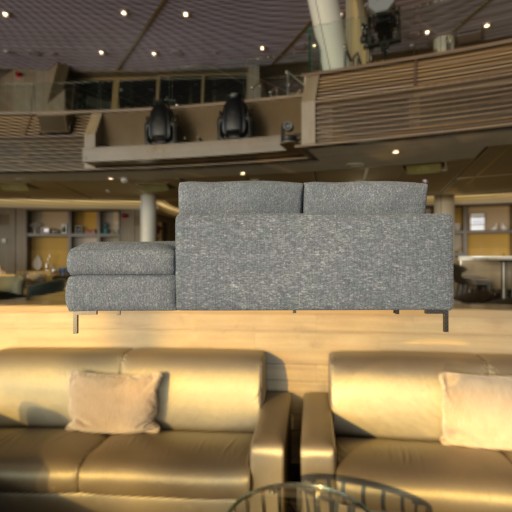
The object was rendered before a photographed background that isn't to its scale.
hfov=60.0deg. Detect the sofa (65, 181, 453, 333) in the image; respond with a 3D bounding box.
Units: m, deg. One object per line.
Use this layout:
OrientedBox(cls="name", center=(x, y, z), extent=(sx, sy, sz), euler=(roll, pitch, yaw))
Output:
OrientedBox(cls="sofa", center=(0.000, 0.000, 3.718), extent=(2.007, 0.815, 2.949), euler=(0, 0, -1))
